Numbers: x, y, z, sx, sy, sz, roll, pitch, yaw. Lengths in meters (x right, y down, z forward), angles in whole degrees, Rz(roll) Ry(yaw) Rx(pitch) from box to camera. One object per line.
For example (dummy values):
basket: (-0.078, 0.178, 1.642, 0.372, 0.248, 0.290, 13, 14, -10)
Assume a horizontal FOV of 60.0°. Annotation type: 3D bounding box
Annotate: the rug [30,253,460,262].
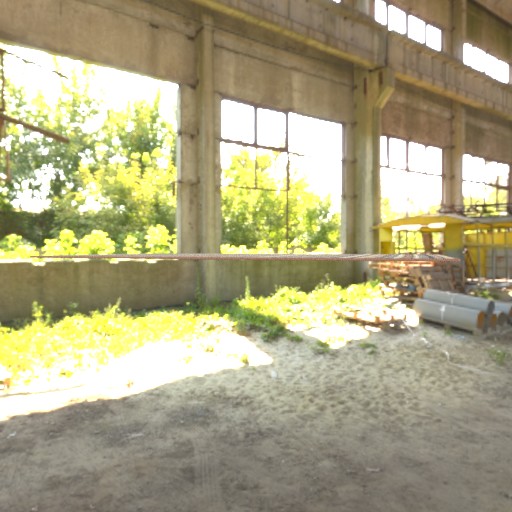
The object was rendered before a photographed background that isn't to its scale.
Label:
rug: (0.000, 0.000, 3.057, 2.438, 0.014, 1.523, 0, 1, 20)
